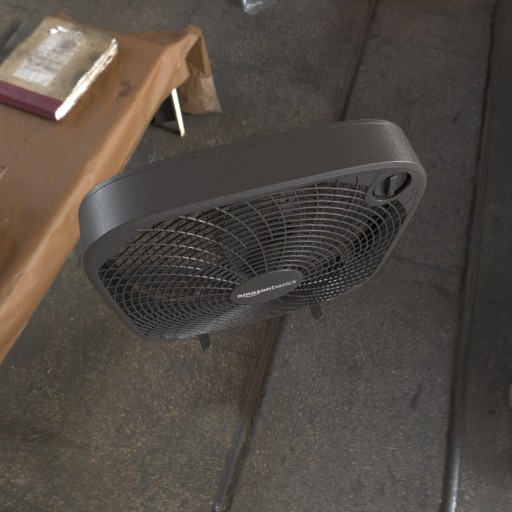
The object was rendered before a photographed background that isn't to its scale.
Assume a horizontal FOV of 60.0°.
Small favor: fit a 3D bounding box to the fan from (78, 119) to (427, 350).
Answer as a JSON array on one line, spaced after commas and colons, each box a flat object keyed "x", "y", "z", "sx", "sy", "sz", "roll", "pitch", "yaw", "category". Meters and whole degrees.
[{"x": 0.000, "y": 0.000, "z": 0.807, "sx": 0.526, "sy": 0.533, "sz": 0.142, "roll": -14, "pitch": 64, "yaw": -7, "category": "fan"}]
